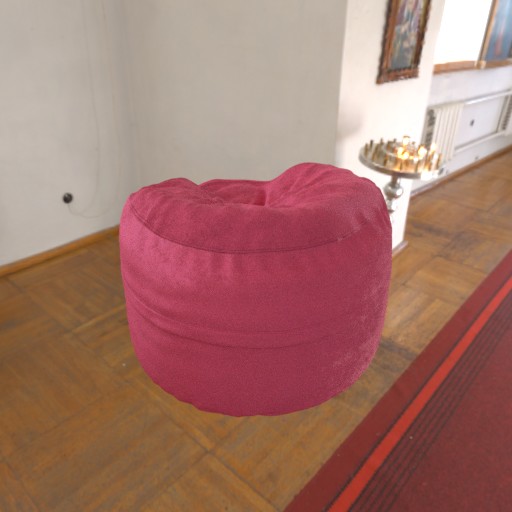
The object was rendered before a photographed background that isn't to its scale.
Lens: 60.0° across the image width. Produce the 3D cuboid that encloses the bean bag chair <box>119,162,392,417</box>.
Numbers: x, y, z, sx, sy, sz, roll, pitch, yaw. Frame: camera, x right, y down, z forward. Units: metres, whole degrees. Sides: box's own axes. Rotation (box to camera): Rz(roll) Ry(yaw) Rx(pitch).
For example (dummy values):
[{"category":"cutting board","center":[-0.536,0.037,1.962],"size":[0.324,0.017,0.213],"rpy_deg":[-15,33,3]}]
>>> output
[{"category":"bean bag chair","center":[0.000,0.000,2.031],"size":[1.218,0.788,1.218],"rpy_deg":[0,29,0]}]
